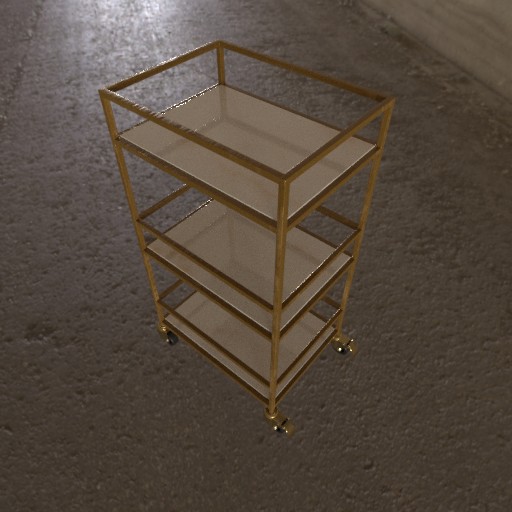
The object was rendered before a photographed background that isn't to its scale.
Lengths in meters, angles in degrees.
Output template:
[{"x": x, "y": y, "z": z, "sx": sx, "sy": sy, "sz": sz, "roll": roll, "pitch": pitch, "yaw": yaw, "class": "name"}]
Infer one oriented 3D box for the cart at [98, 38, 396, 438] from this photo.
[{"x": 0.000, "y": 0.000, "z": 1.014, "sx": 0.483, "sy": 0.761, "sz": 0.332, "roll": 31, "pitch": 53, "yaw": 27, "class": "cart"}]
